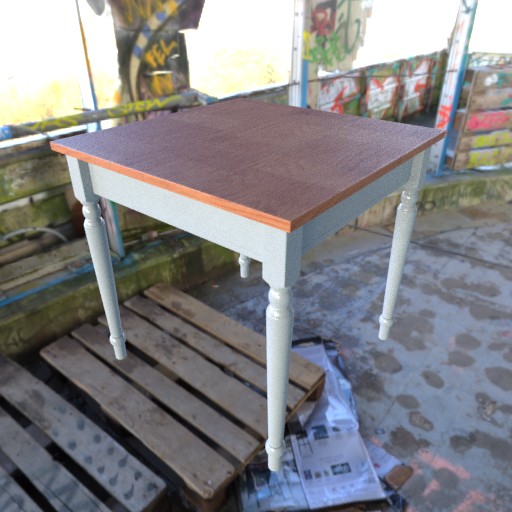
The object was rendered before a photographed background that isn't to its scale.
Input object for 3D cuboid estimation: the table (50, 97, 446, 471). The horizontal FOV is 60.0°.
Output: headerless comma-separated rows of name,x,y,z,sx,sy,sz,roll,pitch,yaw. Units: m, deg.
table,0.000,0.000,1.361,0.747,0.738,0.747,22,37,33
